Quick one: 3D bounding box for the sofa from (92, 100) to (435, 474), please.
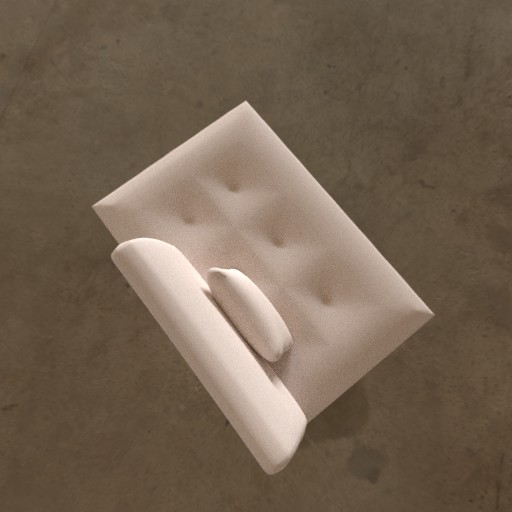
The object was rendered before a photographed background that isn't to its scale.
[{"bbox_3d":[0.000,0.000,2.047,1.000,0.820,1.450,-37,79,-9],"label":"sofa"}]
